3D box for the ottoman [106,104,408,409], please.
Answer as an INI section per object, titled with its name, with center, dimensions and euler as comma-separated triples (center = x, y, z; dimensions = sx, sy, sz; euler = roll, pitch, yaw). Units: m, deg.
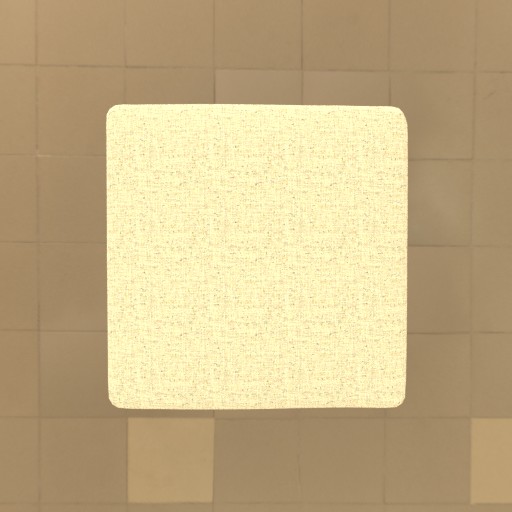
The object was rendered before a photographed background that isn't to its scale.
[ottoman]
center = 0.000, 0.000, 0.930
dimensions = 0.512, 0.453, 0.521
euler = 0, 91, -1
